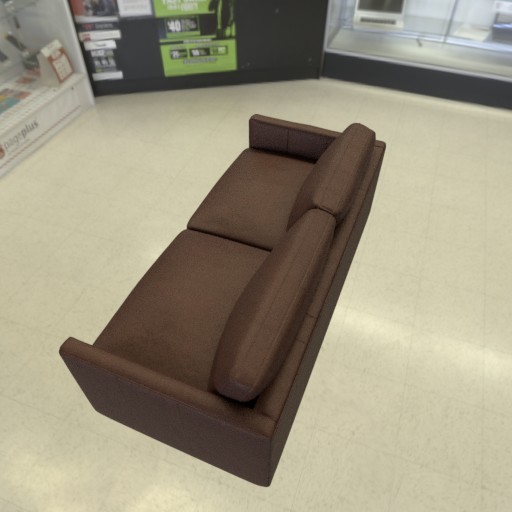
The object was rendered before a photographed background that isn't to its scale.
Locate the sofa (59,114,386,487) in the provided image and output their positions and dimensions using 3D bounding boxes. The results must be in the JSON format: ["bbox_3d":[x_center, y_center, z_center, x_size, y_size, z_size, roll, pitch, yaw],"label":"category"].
[{"bbox_3d":[0.000,0.000,2.377,0.923,0.863,1.971,17,49,15],"label":"sofa"}]
